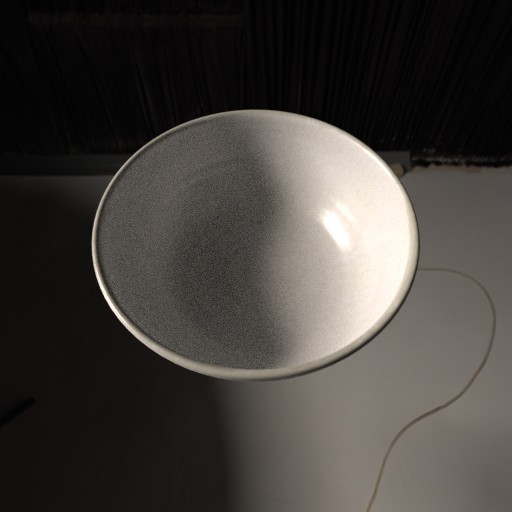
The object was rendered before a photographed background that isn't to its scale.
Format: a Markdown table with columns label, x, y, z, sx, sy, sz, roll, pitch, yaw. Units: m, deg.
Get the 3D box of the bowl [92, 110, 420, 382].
| label | x | y | z | sx | sy | sz | roll | pitch | yaw |
| --- | --- | --- | --- | --- | --- | --- | --- | --- | --- |
| bowl | 0.000 | 0.000 | 0.418 | 0.268 | 0.121 | 0.268 | 0 | 58 | 0 |
